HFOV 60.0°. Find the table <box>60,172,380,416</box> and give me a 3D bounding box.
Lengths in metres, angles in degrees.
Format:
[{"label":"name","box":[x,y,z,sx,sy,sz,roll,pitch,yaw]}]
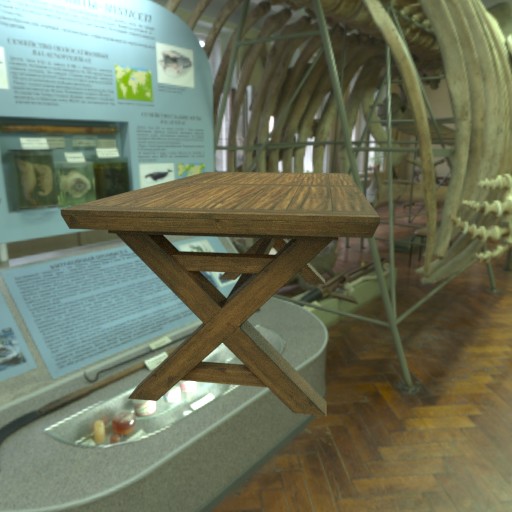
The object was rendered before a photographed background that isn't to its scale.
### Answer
[{"label":"table","box":[0.000,0.000,2.491,1.071,0.793,1.966,2,15,8]}]
